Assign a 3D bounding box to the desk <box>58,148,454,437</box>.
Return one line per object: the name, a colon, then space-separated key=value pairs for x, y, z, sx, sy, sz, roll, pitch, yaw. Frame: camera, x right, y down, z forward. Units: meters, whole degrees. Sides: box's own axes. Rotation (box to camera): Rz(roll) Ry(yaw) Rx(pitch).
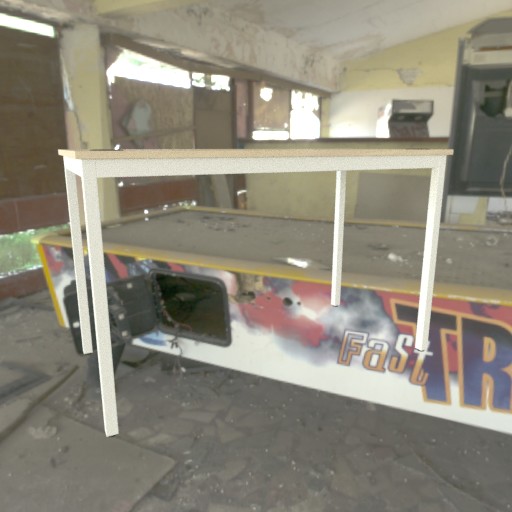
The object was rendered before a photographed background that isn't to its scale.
desk: x=0.000 y=0.000 z=1.592 sx=1.200 sy=0.750 sz=0.600 roll=-7 pitch=15 yaw=-26
